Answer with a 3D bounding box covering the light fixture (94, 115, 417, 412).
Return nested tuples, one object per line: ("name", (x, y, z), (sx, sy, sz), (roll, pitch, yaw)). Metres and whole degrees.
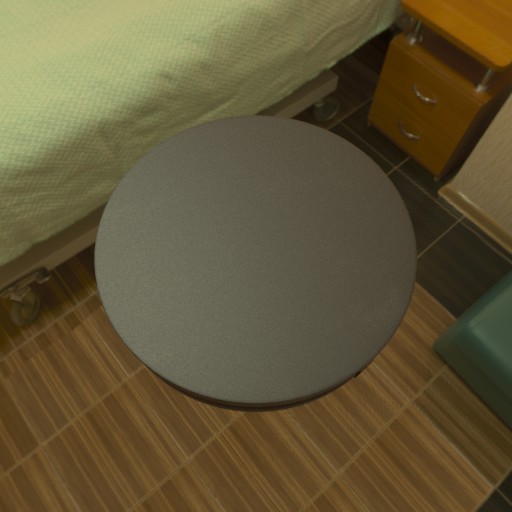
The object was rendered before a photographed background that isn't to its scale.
("light fixture", (0.000, 0.000, 0.536), (0.356, 0.102, 0.356), (0, 64, 0))
